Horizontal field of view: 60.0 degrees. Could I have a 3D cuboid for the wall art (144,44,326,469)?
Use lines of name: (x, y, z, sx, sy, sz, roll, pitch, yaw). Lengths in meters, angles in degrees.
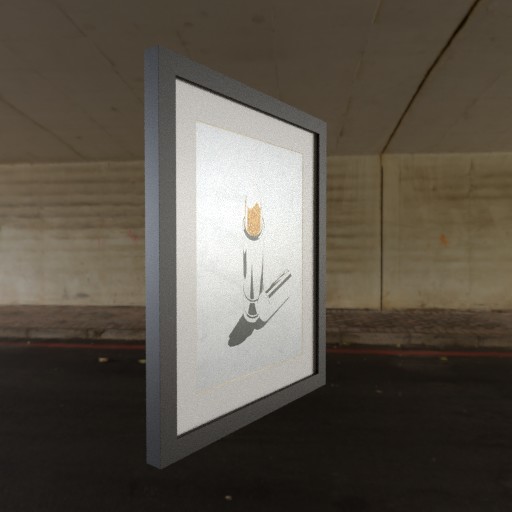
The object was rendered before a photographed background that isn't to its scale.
wall art: (0.000, 0.000, 0.773, 0.029, 0.559, 0.457, 1, 2, 37)
